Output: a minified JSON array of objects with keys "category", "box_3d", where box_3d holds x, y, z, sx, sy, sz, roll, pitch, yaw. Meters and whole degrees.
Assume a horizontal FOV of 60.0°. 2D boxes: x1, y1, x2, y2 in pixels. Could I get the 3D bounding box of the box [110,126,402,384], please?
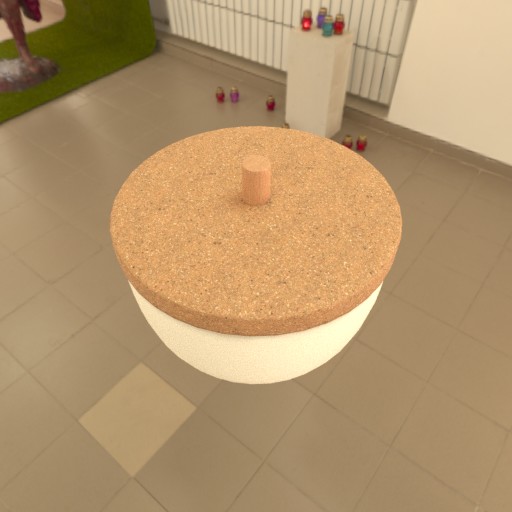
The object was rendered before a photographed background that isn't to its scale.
[{"category":"box","box_3d":[0.000,0.000,0.187,0.107,0.094,0.107,0,47,0]}]
